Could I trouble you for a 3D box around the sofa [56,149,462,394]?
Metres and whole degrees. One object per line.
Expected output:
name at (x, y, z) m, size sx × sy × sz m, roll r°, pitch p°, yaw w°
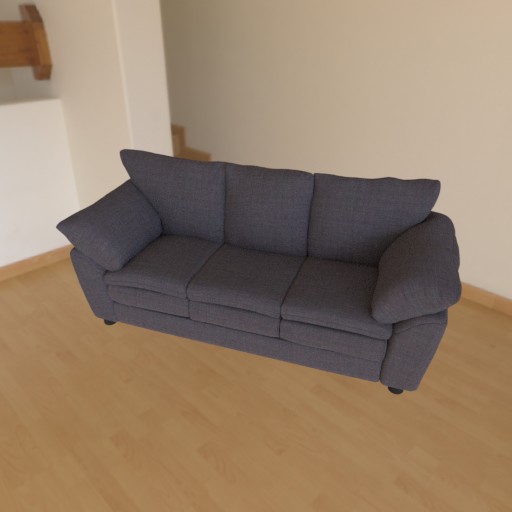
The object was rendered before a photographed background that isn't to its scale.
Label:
sofa at (0.000, 0.000, 2.835) m, size 2.336 × 1.080 × 0.883 m, roll 9°, pitch 29°, yaw 17°
